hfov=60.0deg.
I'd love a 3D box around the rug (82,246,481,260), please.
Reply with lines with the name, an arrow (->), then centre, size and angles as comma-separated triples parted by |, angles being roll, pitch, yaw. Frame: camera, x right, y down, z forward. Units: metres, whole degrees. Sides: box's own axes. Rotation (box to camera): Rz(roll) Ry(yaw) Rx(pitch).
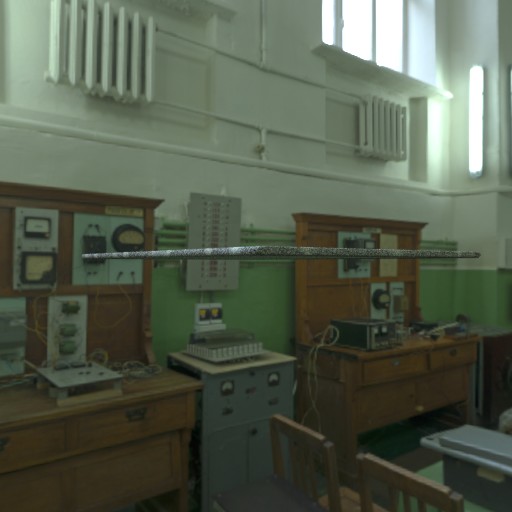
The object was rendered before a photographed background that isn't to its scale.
rug -> 0.000, 0.000, 2.157 | 1.200, 0.025, 1.600 | 1, -1, -37
